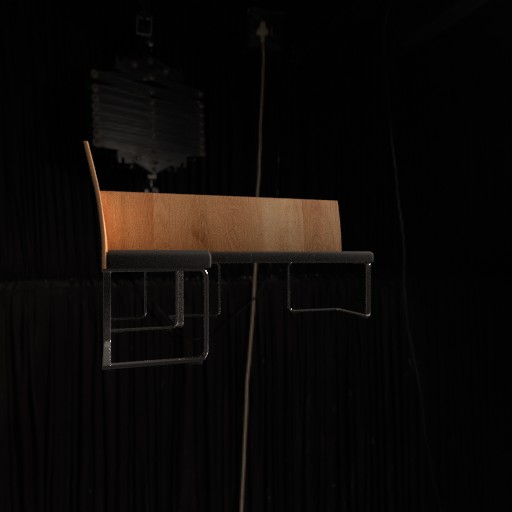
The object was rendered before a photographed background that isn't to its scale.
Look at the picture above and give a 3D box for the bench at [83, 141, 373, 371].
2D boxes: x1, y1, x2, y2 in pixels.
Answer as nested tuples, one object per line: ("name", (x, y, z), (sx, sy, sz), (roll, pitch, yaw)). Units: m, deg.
("bench", (0.000, 0.000, 2.786), (1.945, 0.930, 1.495), (0, 0, -18))
